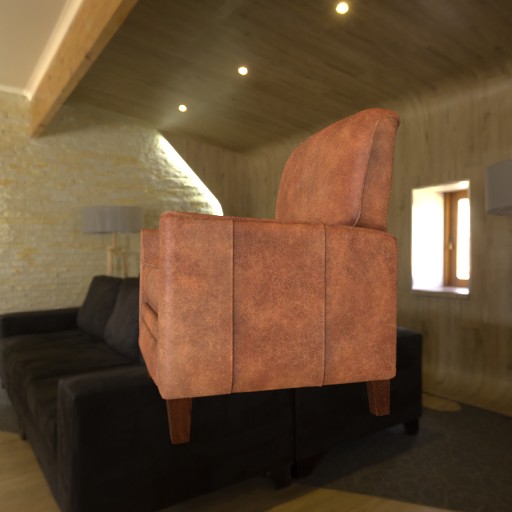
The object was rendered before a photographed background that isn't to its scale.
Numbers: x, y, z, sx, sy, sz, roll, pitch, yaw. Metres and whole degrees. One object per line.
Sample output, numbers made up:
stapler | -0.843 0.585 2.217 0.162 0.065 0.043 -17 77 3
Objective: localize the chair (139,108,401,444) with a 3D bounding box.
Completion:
chair | 0.000 0.000 1.686 0.836 1.043 0.843 0 0 -19
